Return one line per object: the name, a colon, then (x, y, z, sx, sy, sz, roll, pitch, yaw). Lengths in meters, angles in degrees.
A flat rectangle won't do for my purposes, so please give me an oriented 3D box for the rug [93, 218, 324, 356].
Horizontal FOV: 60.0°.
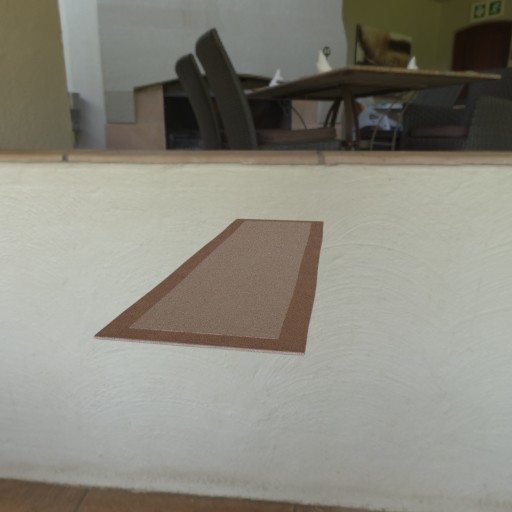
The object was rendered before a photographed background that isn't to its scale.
rug: (0.000, 0.000, 2.678, 0.767, 0.012, 2.430, 3, 15, 10)
